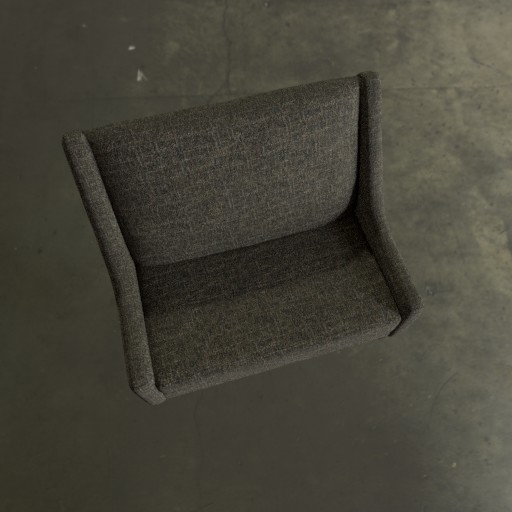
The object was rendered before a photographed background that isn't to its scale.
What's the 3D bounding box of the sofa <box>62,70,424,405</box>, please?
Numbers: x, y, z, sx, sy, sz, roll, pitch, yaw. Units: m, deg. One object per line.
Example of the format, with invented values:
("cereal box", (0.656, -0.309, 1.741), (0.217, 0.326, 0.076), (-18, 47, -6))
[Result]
("sofa", (0.000, 0.000, 1.909), (1.242, 1.021, 0.870), (-14, 63, -7))
